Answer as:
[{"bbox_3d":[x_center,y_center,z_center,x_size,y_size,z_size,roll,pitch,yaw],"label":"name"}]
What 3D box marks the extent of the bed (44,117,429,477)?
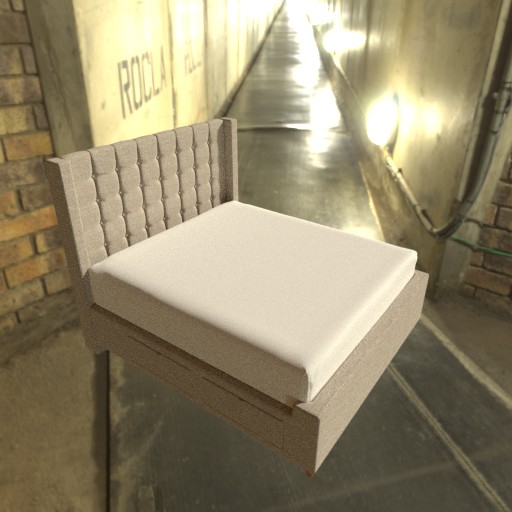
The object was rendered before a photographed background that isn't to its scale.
[{"bbox_3d":[0.000,0.000,3.748,2.372,1.748,2.044,19,33,31],"label":"bed"}]
